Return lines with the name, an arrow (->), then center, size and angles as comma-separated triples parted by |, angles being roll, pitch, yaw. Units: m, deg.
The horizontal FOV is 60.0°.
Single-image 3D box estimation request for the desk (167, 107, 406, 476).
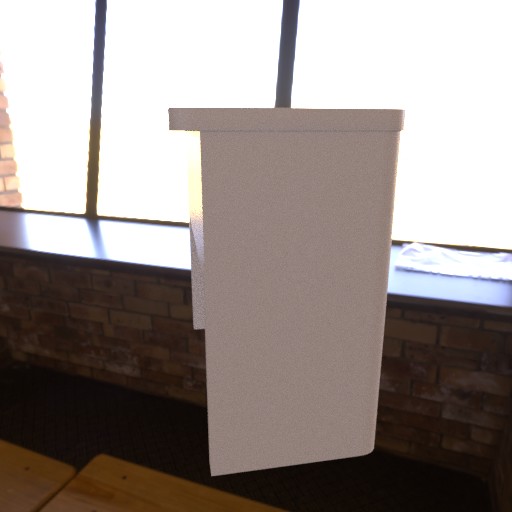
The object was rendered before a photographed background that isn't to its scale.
desk -> 0.000, 0.000, 1.252 | 0.446, 0.760, 0.790 | -3, 16, -10
